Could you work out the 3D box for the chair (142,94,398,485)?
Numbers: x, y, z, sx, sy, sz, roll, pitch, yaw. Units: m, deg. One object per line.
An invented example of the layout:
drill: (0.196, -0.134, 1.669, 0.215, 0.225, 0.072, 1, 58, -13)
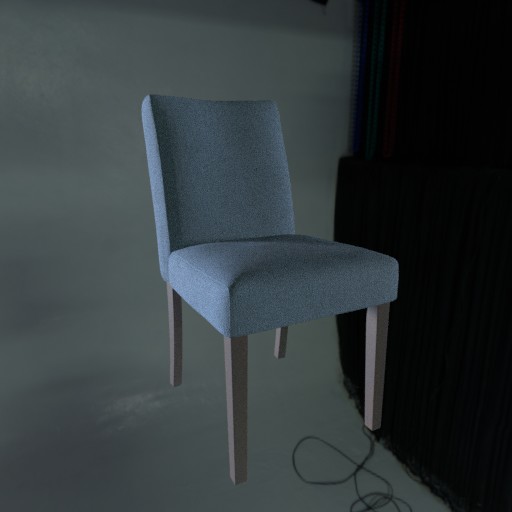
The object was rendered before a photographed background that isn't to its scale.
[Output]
chair: (0.000, 0.000, 1.244, 0.487, 0.882, 0.629, -8, 16, -28)
